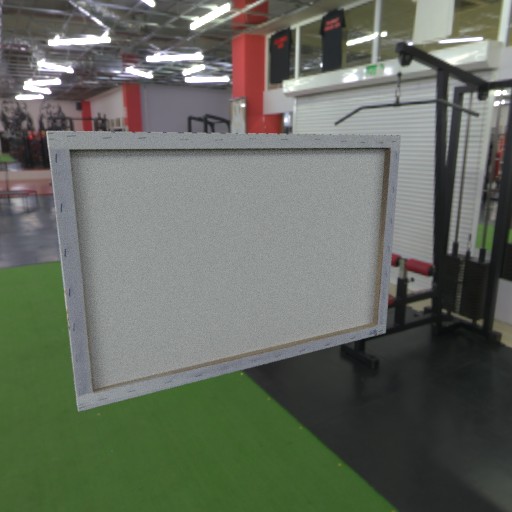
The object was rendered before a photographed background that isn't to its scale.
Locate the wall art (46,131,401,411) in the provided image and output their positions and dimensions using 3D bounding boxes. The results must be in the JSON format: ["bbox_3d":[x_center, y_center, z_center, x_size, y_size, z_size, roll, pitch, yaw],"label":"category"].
[{"bbox_3d":[0.000,0.000,1.422,1.143,0.757,0.038,-7,16,-27],"label":"wall art"}]
